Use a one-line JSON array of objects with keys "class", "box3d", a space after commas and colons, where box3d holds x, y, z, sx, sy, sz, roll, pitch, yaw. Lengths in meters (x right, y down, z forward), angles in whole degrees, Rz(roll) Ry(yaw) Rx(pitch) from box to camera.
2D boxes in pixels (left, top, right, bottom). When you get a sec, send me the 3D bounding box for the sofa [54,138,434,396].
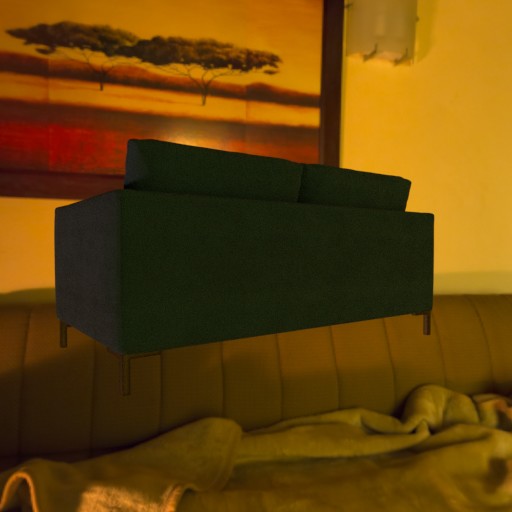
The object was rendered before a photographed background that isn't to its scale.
[{"class": "sofa", "box3d": [0.000, 0.000, 2.142, 1.676, 0.817, 0.875, -1, 1, -36]}]
